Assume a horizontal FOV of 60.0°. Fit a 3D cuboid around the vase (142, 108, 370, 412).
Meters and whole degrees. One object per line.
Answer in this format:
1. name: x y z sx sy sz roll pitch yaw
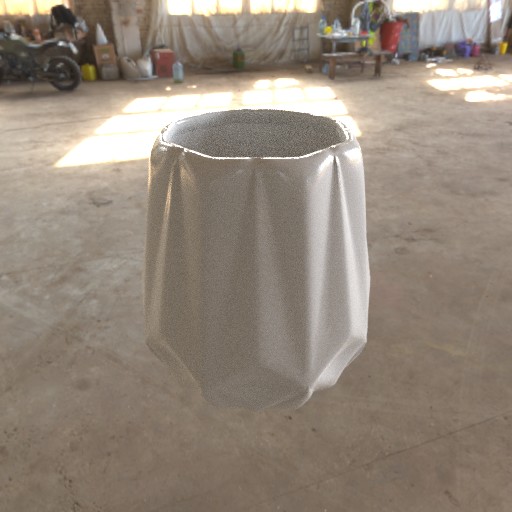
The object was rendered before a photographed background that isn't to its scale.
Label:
1. vase: 0.000 0.000 0.266 0.141 0.152 0.141 0 31 0
